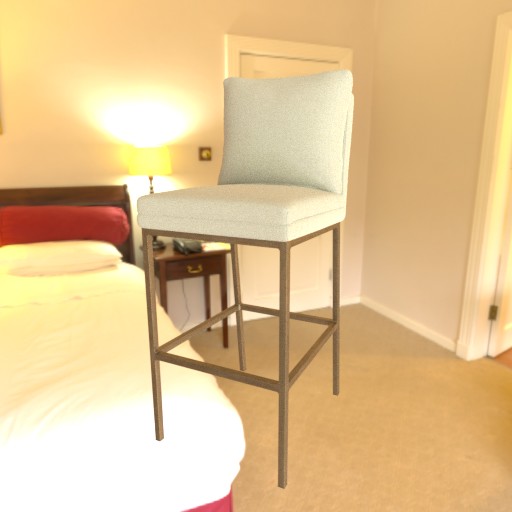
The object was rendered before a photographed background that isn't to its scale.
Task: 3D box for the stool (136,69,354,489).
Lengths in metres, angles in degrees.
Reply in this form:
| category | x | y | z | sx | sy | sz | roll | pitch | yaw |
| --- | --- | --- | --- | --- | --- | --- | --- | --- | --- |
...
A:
| category | x | y | z | sx | sy | sz | roll | pitch | yaw |
| --- | --- | --- | --- | --- | --- | --- | --- | --- | --- |
| stool | 0.000 | 0.000 | 1.396 | 0.463 | 1.125 | 0.572 | 7 | 16 | 27 |
